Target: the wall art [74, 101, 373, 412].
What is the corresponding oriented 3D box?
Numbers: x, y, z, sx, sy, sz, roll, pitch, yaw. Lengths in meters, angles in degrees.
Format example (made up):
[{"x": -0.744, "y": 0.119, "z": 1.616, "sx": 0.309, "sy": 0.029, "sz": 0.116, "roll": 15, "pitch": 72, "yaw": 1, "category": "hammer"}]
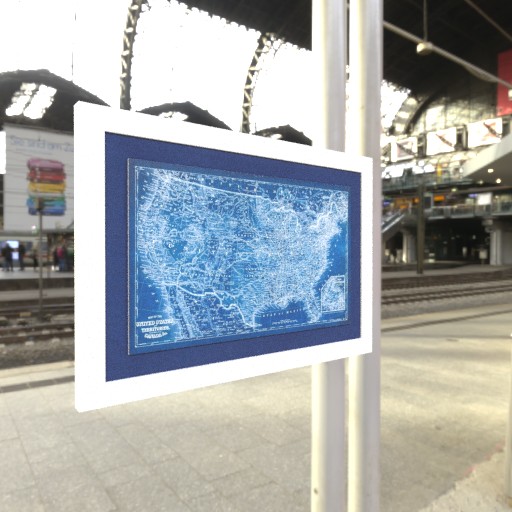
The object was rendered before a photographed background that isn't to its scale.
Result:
[{"x": 0.000, "y": 0.000, "z": 1.691, "sx": 1.308, "sy": 0.902, "sz": 0.051, "roll": 0, "pitch": 1, "yaw": -36, "category": "wall art"}]
